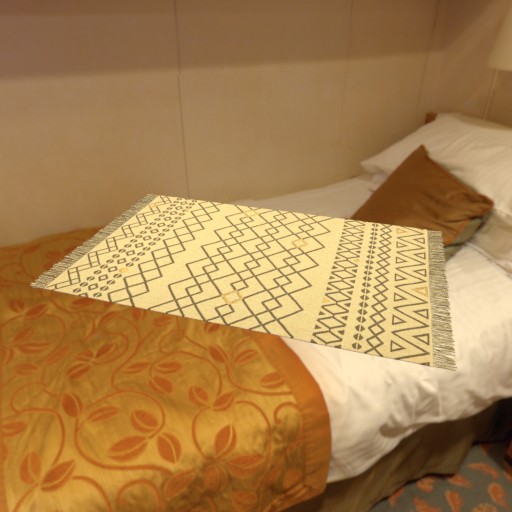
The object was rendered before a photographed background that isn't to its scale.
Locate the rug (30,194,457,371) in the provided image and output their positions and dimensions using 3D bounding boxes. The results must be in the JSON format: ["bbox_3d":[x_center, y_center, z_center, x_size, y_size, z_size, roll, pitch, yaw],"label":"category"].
[{"bbox_3d":[0.000,0.000,3.016,2.472,0.035,1.495,9,32,15],"label":"rug"}]
